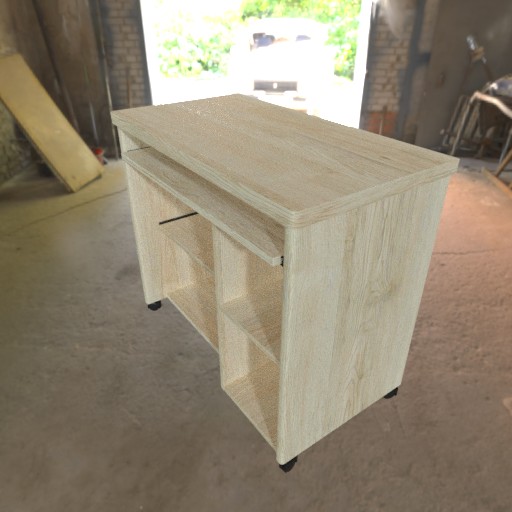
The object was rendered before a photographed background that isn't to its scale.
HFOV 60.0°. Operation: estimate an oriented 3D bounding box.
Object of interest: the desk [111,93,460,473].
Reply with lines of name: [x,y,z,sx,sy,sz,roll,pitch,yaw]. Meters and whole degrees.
desk: [0.000,0.000,1.370,0.480,0.770,0.885,-20,37,-30]
